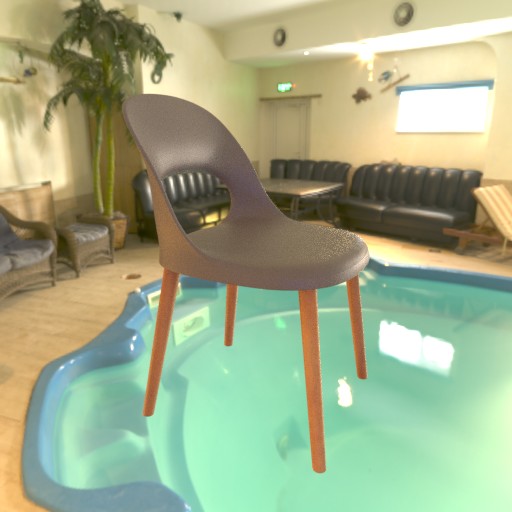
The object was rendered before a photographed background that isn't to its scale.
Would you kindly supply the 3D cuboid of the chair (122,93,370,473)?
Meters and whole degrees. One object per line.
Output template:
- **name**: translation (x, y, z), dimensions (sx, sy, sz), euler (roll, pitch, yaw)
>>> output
- **chair**: translation (0.000, 0.000, 1.133), dimensions (0.556, 0.795, 0.470), euler (8, 18, 25)
